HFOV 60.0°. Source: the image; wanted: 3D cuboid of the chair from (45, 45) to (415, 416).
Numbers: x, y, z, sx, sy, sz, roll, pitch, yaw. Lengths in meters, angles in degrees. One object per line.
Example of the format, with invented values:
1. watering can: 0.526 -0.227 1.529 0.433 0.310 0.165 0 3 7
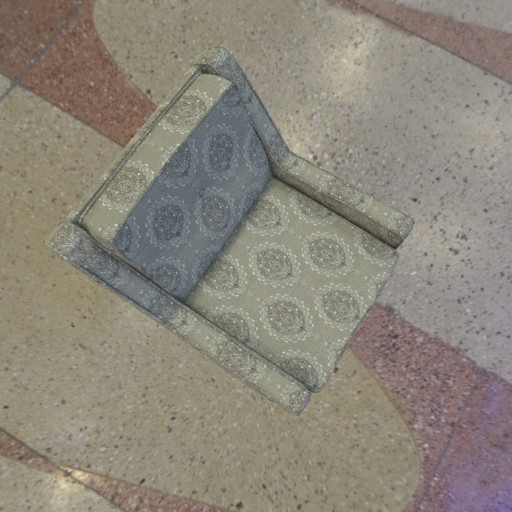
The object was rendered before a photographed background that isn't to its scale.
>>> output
1. chair: 0.000 0.000 1.348 0.750 0.797 0.665 32 77 8
